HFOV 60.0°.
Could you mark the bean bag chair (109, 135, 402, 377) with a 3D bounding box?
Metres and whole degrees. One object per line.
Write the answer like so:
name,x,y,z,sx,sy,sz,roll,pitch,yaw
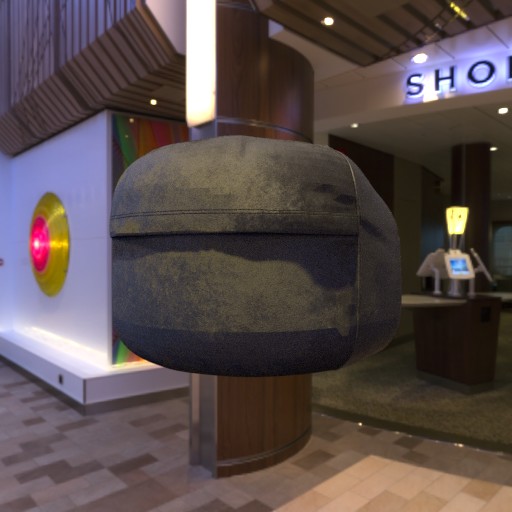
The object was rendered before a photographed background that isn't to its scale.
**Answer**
bean bag chair,0.000,0.000,1.462,0.918,0.605,0.918,0,1,0
